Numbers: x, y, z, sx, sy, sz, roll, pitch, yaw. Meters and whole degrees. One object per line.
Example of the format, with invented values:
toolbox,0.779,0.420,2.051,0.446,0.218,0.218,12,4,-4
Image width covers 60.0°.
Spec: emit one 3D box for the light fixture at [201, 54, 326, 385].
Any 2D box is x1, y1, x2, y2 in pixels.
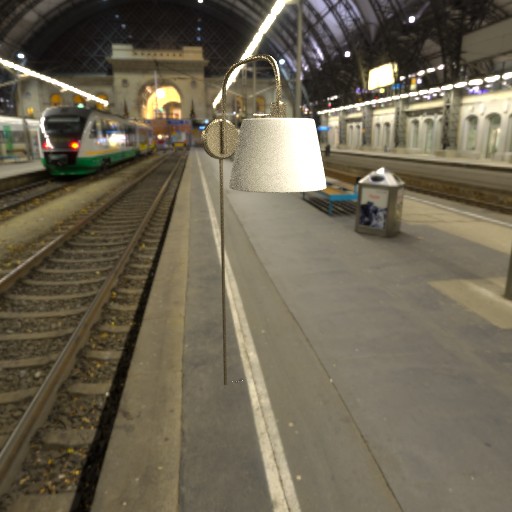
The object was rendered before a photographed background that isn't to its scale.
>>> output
light fixture,0.000,0.000,0.476,0.092,0.399,0.176,-8,17,-28
